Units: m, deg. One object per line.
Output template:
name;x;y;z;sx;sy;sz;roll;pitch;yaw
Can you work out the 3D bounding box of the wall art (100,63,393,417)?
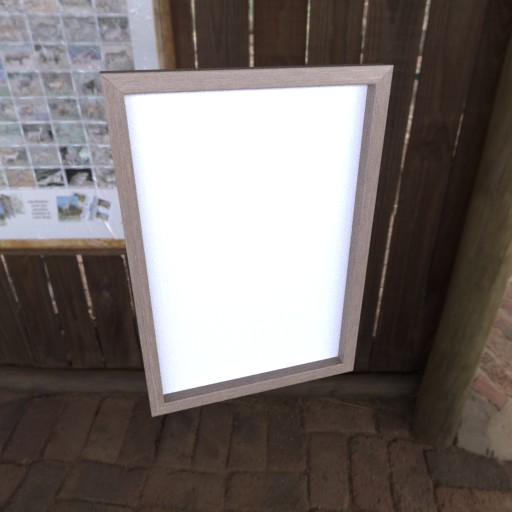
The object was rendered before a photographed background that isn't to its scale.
wall art;0.000;0.000;0.650;0.358;0.510;0.032;-8;29;-15
